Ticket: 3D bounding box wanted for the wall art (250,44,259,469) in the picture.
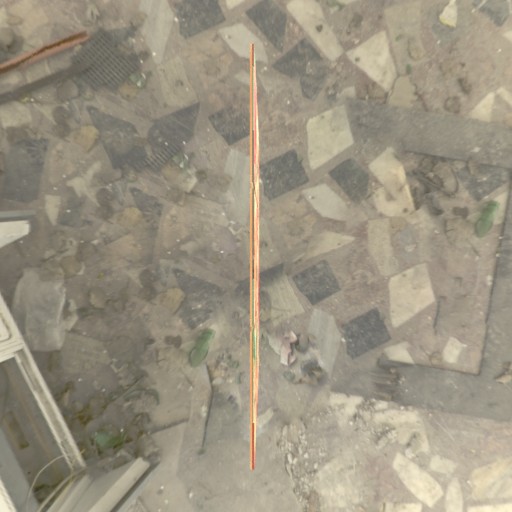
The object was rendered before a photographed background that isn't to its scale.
[{"bbox_3d":[0.000,0.000,1.875,0.013,1.220,1.216,0,90,1],"label":"wall art"}]
